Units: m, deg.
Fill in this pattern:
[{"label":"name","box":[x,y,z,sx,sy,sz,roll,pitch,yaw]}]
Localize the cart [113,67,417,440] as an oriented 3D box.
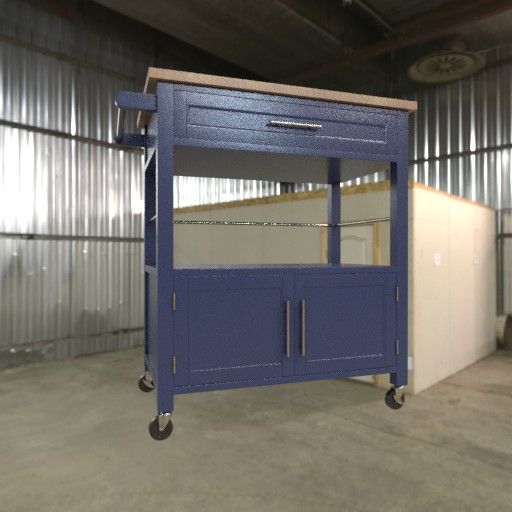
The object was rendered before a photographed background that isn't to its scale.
[{"label":"cart","box":[0.000,0.000,1.378,0.840,0.901,0.459,0,0,-18]}]
